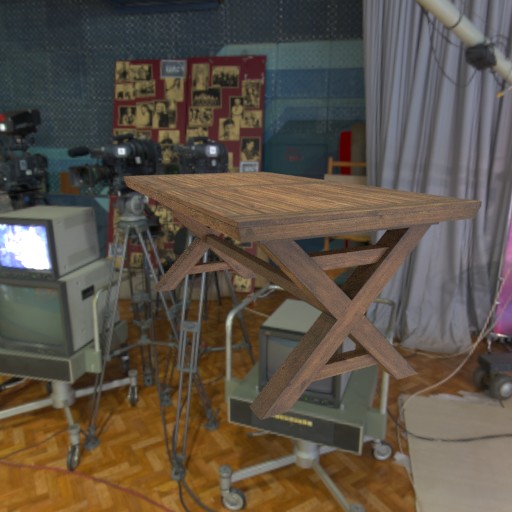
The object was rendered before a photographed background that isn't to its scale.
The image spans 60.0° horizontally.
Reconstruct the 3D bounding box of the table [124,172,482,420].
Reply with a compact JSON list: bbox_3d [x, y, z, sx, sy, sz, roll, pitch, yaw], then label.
[{"bbox_3d":[0.000,0.000,2.514,1.071,0.793,1.966,-7,16,-25],"label":"table"}]
